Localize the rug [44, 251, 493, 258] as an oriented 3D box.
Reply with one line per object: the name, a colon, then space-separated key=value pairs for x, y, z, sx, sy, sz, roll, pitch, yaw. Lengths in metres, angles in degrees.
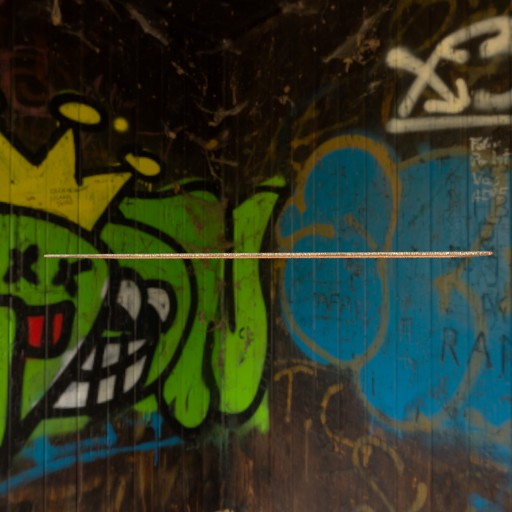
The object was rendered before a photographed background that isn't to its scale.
rug: x=0.000 y=0.000 z=2.657 sx=2.413 sy=0.016 sz=0.810 roll=0 pitch=-1 yaw=18
